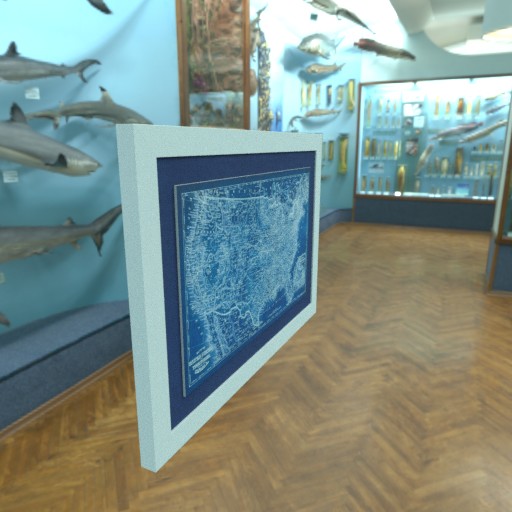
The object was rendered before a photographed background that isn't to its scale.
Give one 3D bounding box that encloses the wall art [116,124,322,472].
[{"bbox_3d":[0.000,0.000,1.661,0.051,0.902,1.308,7,16,26],"label":"wall art"}]
